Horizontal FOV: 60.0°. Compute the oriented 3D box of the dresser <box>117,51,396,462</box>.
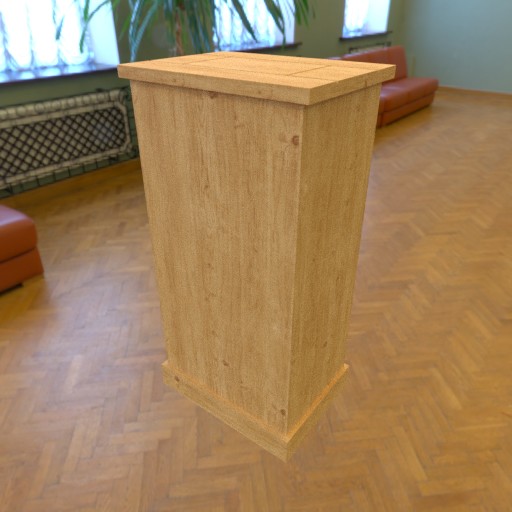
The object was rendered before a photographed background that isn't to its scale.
[{"bbox_3d":[0.000,0.000,1.306,0.531,1.041,0.390,21,36,31],"label":"dresser"}]
